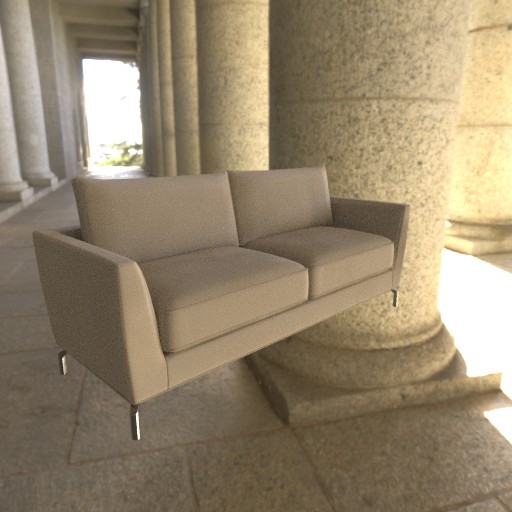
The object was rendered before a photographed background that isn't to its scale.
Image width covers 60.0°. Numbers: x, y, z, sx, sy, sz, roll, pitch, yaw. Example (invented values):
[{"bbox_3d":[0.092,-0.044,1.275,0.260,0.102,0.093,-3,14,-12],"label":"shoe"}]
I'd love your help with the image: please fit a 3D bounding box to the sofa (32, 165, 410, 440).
[{"bbox_3d":[0.000,0.000,2.653,2.214,1.005,0.868,-14,20,-43],"label":"sofa"}]
